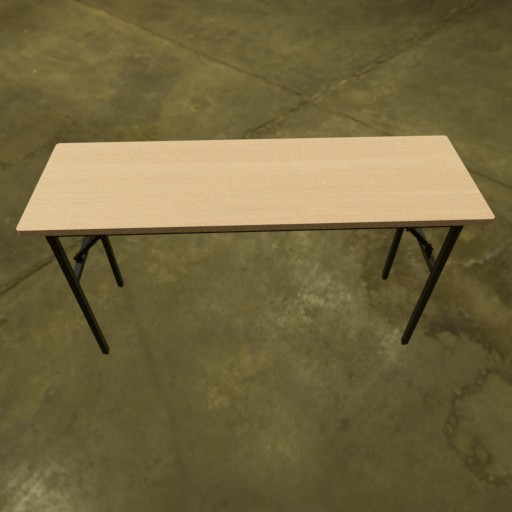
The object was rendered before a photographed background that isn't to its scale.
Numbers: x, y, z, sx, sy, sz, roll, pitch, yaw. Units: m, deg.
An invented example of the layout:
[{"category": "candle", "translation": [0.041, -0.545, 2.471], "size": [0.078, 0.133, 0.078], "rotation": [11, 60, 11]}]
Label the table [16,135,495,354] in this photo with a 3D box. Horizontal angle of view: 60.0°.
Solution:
[{"category": "table", "translation": [0.000, 0.000, 1.712], "size": [1.397, 0.750, 0.447], "rotation": [-2, 47, -1]}]
